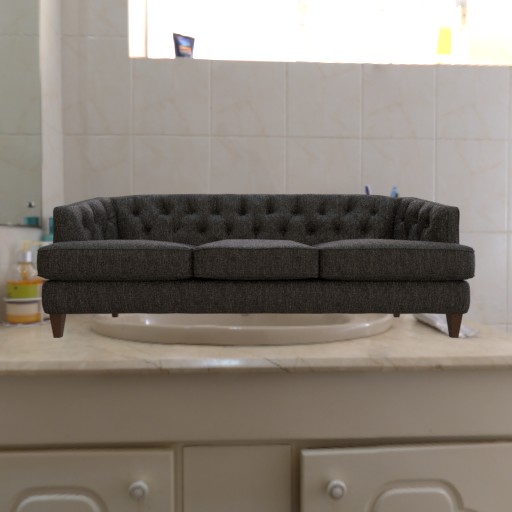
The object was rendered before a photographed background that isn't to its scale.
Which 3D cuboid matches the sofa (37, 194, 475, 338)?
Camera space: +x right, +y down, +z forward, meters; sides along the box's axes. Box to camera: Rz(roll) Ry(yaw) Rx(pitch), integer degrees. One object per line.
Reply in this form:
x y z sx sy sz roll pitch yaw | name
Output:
0.000 0.000 2.705 2.278 0.855 0.941 0 1 0 | sofa
